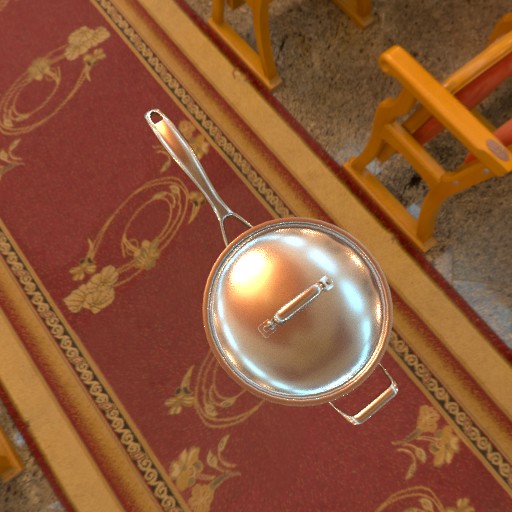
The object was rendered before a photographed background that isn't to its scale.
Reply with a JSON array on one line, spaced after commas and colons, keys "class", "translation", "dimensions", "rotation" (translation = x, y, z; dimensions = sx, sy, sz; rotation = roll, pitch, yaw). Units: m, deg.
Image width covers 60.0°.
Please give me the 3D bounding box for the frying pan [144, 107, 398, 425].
[{"class": "frying pan", "translation": [0.000, 0.000, 0.602], "dimensions": [0.245, 0.111, 0.492], "rotation": [-36, 77, -9]}]
